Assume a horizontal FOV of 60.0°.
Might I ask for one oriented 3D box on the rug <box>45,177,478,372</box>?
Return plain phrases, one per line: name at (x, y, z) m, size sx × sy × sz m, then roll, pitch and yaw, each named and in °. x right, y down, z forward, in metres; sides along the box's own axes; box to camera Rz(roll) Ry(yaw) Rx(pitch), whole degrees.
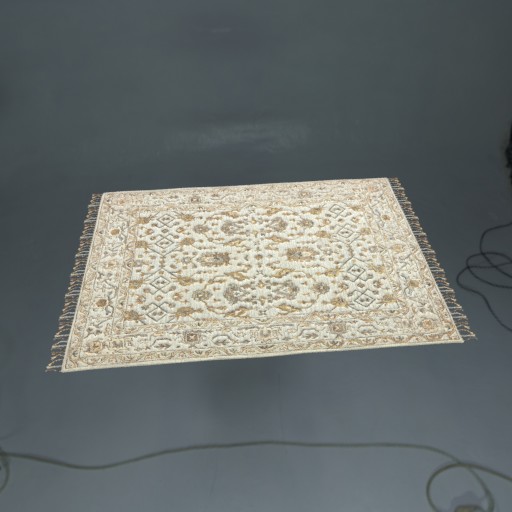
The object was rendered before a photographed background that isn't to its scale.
rug at (0.000, 0.000, 2.982) m, size 2.434 × 0.027 × 1.529 m, roll -4°, pitch 48°, yaw -3°
